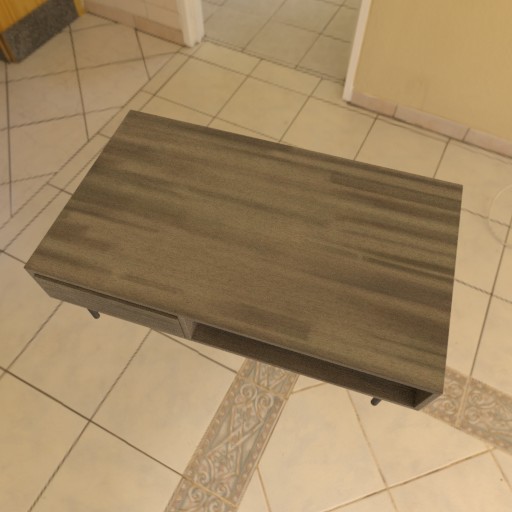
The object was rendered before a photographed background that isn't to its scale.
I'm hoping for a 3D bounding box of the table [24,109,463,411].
[{"bbox_3d":[0.000,0.000,1.389,1.088,0.347,0.643,15,60,9],"label":"table"}]
